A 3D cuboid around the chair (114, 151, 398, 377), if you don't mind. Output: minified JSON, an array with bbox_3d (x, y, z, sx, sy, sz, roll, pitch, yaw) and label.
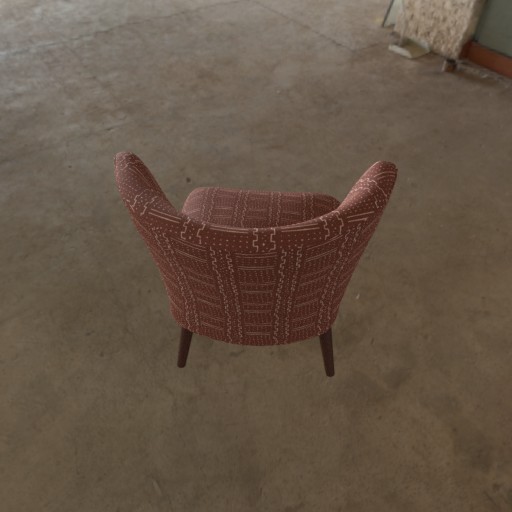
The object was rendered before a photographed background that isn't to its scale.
[{"bbox_3d":[0.000,0.000,1.428,0.706,0.866,0.758,3,47,3],"label":"chair"}]
